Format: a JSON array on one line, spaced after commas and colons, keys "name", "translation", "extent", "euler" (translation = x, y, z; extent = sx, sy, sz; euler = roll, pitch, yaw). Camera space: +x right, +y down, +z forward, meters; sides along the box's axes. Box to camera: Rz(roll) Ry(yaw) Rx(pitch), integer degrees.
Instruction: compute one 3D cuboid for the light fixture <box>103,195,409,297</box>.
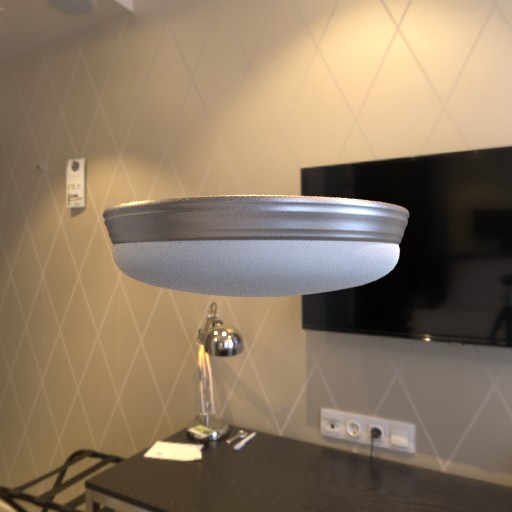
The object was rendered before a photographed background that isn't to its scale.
[{"name": "light fixture", "translation": [0.000, 0.000, 0.562], "extent": [0.368, 0.100, 0.368], "euler": [0, -1, 0]}]
